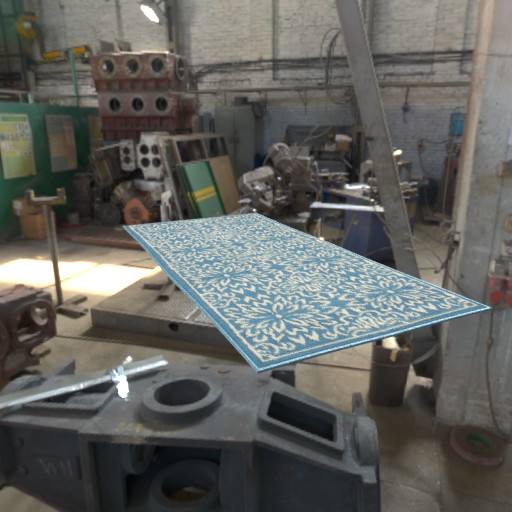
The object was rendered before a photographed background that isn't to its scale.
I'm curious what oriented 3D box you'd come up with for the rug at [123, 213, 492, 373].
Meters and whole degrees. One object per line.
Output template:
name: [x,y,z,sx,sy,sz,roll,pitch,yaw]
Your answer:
rug: [0.000,0.000,1.409,0.604,0.007,1.219,-8,19,-25]
